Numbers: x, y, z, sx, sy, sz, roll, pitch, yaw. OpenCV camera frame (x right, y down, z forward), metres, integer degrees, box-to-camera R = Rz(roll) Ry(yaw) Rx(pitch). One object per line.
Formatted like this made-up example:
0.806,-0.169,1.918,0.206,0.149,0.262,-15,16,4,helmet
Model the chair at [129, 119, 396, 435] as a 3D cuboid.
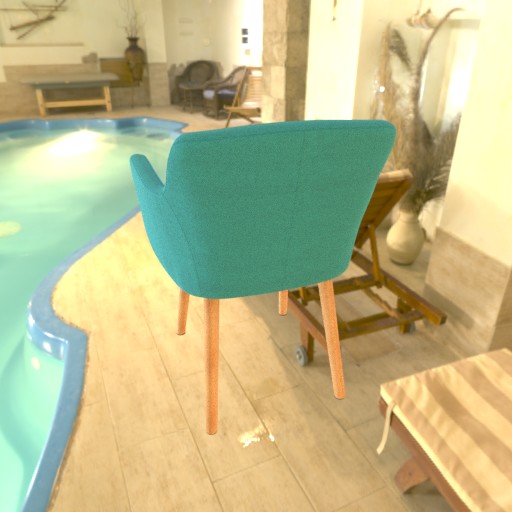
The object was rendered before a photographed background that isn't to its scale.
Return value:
0.000,0.000,1.189,0.570,0.780,0.540,-9,28,-17,chair
